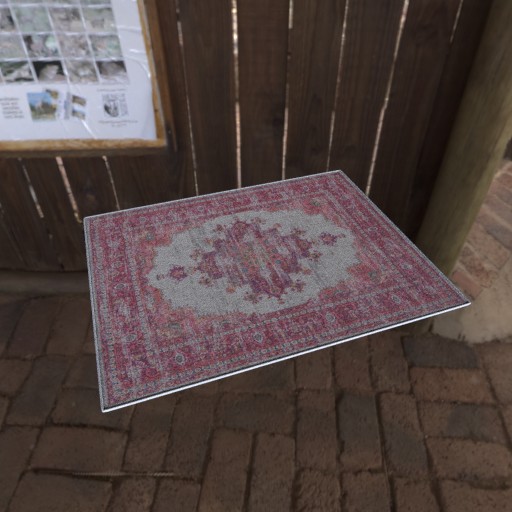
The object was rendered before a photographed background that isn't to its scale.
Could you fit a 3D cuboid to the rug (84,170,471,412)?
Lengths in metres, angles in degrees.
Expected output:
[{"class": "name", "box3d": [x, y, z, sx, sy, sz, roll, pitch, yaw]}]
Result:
[{"class": "rug", "box3d": [0.000, 0.000, 4.338, 3.123, 0.017, 2.447, -13, 42, -15]}]
